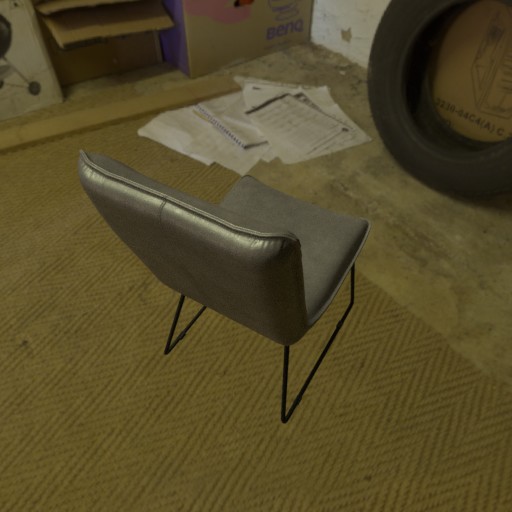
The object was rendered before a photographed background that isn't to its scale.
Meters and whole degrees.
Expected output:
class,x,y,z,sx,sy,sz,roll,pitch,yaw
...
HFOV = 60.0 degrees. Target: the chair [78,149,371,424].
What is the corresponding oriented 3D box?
class,x,y,z,sx,sy,sz,roll,pitch,yaw
chair,0.000,0.000,1.331,0.515,0.932,0.688,24,52,20
